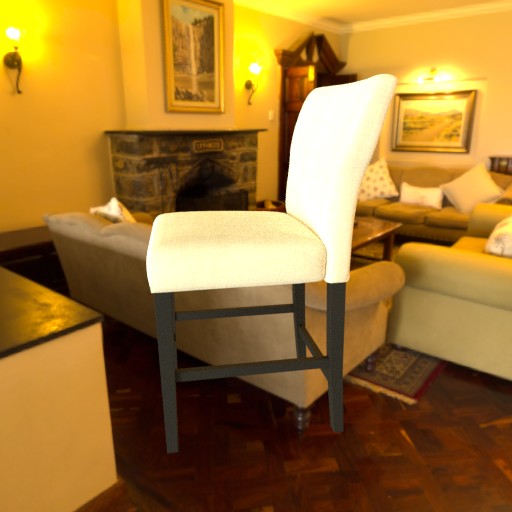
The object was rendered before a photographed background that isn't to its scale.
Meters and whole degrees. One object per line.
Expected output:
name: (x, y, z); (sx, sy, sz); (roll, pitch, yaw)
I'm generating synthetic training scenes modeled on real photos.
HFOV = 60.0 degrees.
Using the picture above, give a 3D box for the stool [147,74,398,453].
stool: (0.000, 0.000, 1.306); (0.603, 0.972, 0.514); (-3, 17, -10)
